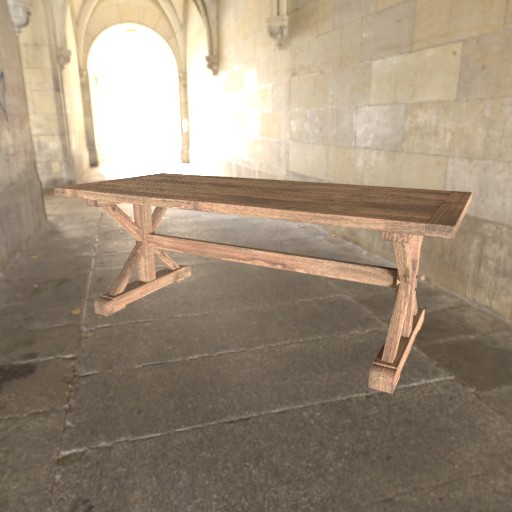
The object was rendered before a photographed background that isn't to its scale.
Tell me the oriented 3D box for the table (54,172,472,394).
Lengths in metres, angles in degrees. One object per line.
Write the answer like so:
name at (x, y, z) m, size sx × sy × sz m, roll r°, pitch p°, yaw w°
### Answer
table at (0.000, 0.000, 2.457) m, size 2.031 × 0.733 × 0.907 m, roll 9°, pitch 19°, yaw 27°
